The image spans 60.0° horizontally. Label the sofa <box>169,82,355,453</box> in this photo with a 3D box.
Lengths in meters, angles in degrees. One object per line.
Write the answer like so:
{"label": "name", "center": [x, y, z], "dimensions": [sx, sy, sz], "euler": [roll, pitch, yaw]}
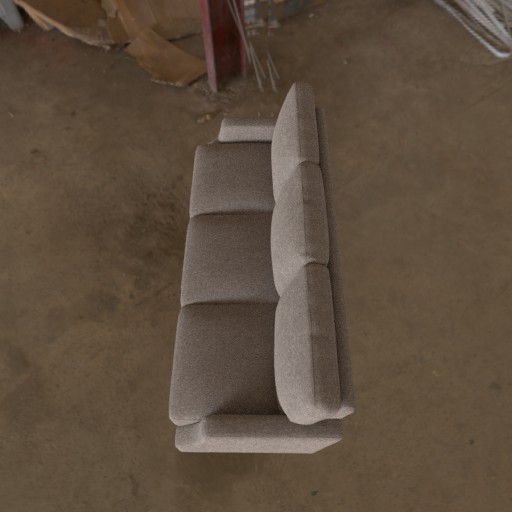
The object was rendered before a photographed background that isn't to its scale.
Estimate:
{"label": "sofa", "center": [0.000, 0.000, 2.678], "dimensions": [0.888, 0.984, 2.115], "euler": [0, 59, 0]}
